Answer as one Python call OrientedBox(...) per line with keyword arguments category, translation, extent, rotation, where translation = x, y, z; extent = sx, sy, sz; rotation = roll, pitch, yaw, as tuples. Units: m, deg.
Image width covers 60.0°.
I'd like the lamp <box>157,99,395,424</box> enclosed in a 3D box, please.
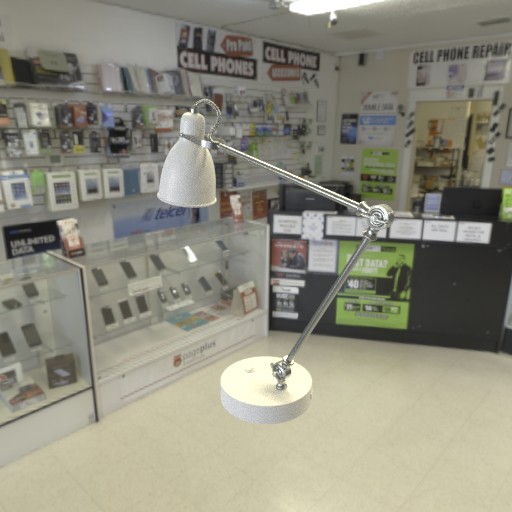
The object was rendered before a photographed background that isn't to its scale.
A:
OrientedBox(category="lamp", translation=(0.000, 0.000, 0.854), extent=(0.187, 0.587, 0.561), rotation=(-15, 22, -42))
